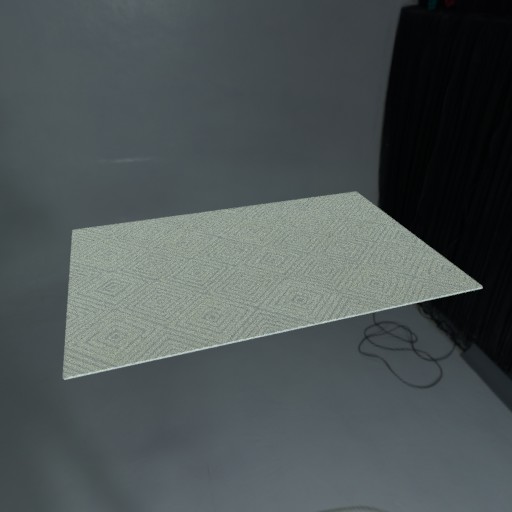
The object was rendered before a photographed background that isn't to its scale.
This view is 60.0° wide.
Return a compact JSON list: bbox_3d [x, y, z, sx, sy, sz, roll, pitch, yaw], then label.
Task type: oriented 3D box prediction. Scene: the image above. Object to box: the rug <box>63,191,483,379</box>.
[{"bbox_3d":[0.000,0.000,2.205,1.753,0.008,1.143,-10,32,-15],"label":"rug"}]
